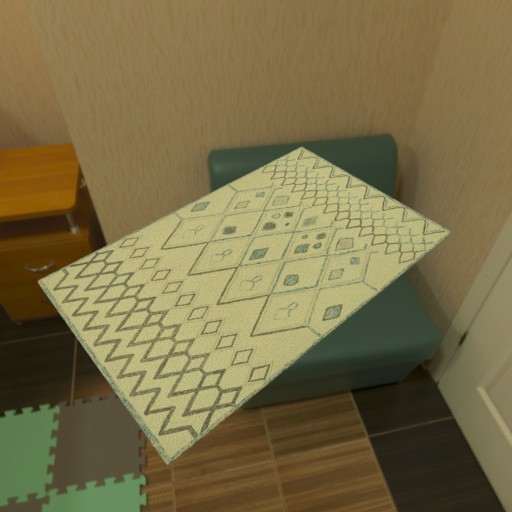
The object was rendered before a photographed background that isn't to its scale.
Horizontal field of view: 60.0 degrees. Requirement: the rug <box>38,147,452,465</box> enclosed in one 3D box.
[{"bbox_3d":[0.000,0.000,3.038,2.439,0.015,1.524,-32,54,-27],"label":"rug"}]
